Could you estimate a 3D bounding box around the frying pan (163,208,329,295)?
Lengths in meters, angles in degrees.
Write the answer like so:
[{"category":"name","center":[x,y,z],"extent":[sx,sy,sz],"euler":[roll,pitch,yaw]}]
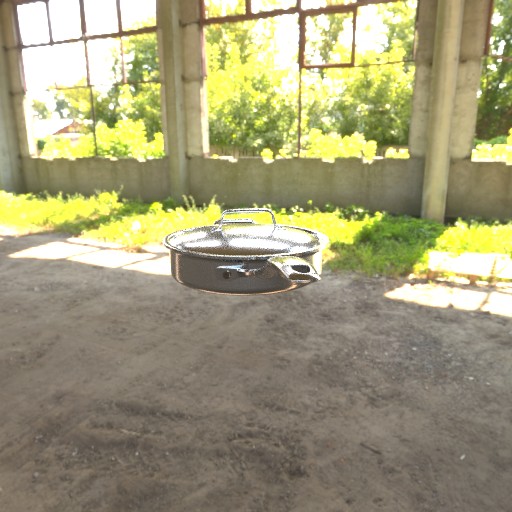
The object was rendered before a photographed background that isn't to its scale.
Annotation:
[{"category":"frying pan","center":[0.000,0.000,0.660],"extent":[0.280,0.114,0.561],"euler":[-2,14,-9]}]
